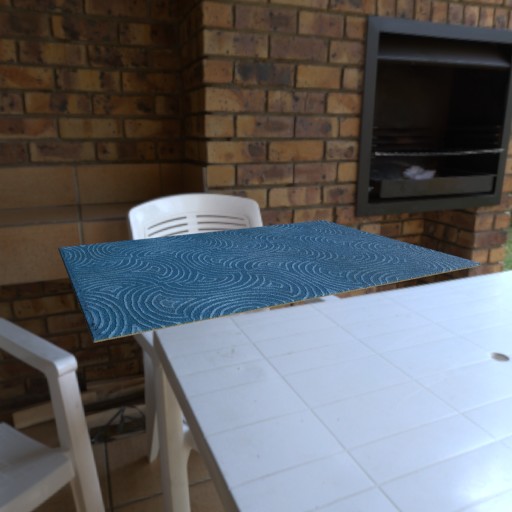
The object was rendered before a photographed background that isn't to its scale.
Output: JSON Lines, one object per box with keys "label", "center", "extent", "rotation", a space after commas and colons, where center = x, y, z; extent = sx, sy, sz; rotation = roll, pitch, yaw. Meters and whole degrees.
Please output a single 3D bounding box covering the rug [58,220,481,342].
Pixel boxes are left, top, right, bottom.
{"label": "rug", "center": [0.000, 0.000, 2.750], "extent": [2.144, 0.015, 1.543], "rotation": [-8, 17, -27]}
